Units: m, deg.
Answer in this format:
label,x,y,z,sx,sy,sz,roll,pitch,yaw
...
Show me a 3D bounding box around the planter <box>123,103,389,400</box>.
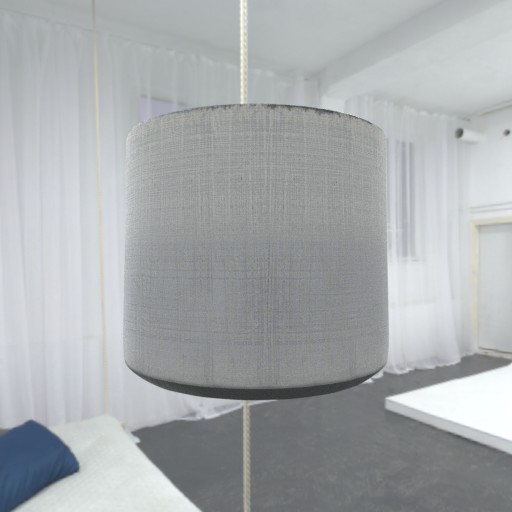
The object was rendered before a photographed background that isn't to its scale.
label,x,y,z,sx,sy,sz,roll,pitch,yaw
planter,0.000,0.000,0.442,0.254,0.221,0.254,0,0,0
